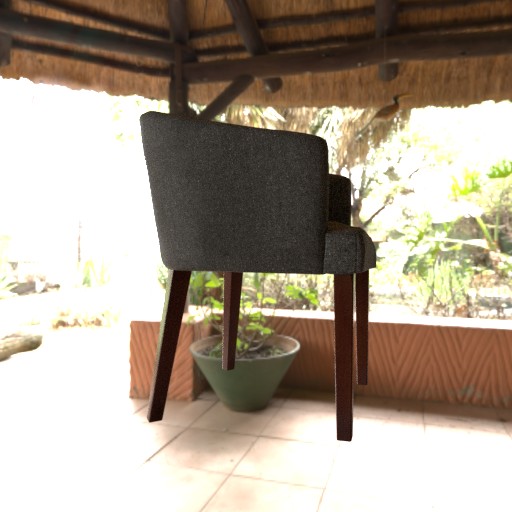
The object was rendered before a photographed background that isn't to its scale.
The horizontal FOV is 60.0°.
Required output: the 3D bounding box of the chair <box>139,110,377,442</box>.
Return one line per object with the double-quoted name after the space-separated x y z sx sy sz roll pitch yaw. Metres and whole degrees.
0.000 0.000 1.283 0.655 0.811 0.583 0 0 18 "chair"
